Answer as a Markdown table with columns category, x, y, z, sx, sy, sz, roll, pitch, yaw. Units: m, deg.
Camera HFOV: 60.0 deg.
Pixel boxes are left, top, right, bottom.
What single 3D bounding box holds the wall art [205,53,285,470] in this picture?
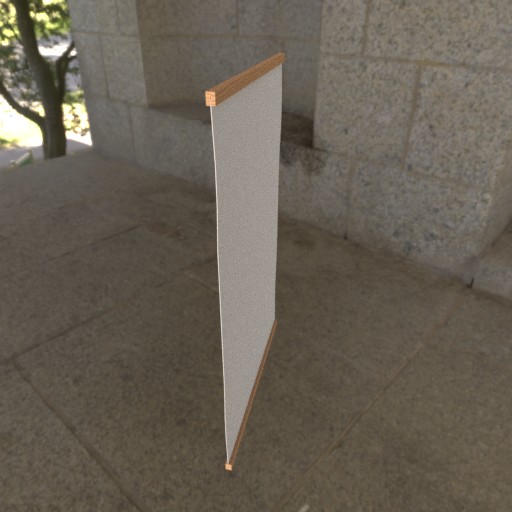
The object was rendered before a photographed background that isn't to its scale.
| category | x | y | z | sx | sy | sz | roll | pitch | yaw |
| --- | --- | --- | --- | --- | --- | --- | --- | --- | --- |
| wall art | 0.000 | 0.000 | 1.926 | 0.025 | 1.521 | 1.011 | 7 | 30 | 11 |
